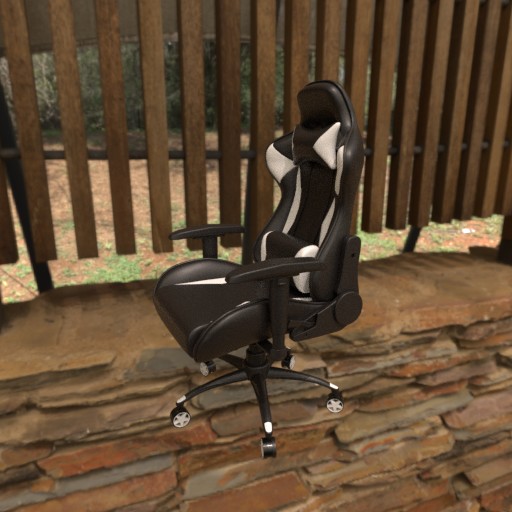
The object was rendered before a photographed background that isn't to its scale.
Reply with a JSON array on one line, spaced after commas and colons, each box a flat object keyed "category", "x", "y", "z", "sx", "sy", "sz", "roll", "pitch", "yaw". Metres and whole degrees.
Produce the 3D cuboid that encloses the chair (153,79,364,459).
[{"category": "chair", "x": 0.000, "y": 0.000, "z": 1.700, "sx": 0.695, "sy": 1.285, "sz": 0.730, "roll": -8, "pitch": 17, "yaw": -25}]
